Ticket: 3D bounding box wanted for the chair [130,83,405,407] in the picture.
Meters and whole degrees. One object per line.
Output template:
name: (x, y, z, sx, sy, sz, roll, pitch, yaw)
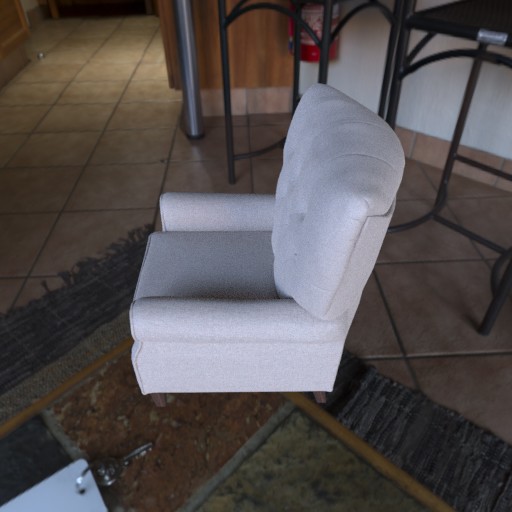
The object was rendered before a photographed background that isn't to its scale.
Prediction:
chair: (0.000, 0.000, 1.896, 1.025, 1.209, 0.942, 0, 41, 0)
